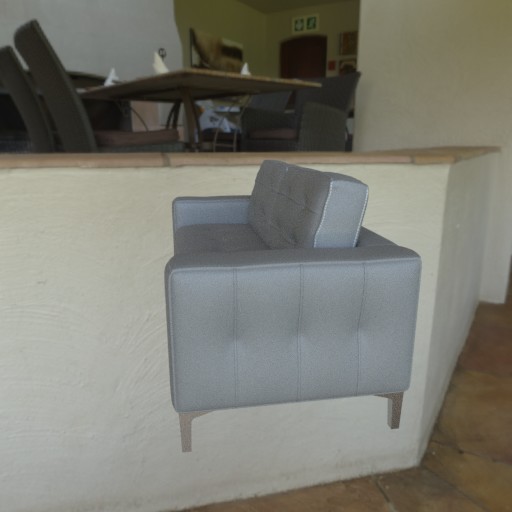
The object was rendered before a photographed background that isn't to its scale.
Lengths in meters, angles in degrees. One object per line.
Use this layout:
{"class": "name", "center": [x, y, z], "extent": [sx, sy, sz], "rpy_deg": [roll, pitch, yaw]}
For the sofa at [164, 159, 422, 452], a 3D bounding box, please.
{"class": "sofa", "center": [0.000, 0.000, 2.205], "extent": [0.833, 0.893, 1.726], "rpy_deg": [-2, 15, -9]}
